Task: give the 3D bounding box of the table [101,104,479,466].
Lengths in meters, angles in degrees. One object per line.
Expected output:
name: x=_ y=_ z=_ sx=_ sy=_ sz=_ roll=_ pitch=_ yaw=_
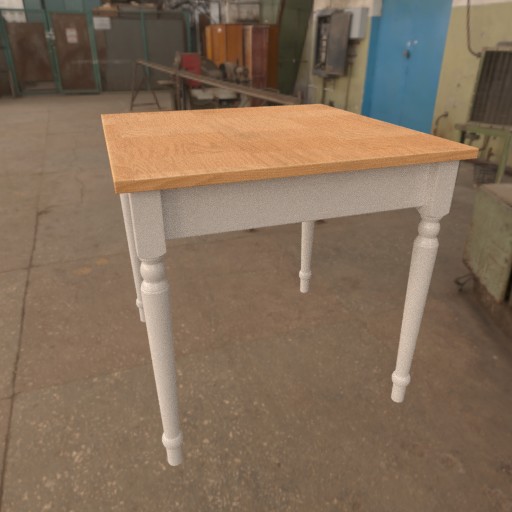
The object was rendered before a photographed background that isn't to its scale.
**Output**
table: x=0.000 y=0.000 z=1.312 sx=0.747 sy=0.738 sz=0.747 roll=-9 pitch=28 yaw=-17
